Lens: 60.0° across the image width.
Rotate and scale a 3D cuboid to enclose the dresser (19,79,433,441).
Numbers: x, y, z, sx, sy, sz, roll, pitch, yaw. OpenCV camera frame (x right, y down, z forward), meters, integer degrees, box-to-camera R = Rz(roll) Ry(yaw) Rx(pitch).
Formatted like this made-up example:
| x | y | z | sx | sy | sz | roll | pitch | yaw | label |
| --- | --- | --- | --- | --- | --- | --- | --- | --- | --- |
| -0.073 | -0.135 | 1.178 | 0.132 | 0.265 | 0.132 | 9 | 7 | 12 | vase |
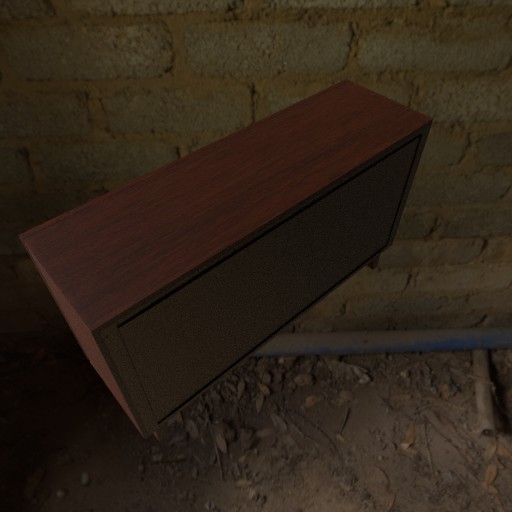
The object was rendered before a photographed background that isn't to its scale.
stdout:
| x | y | z | sx | sy | sz | roll | pitch | yaw | label |
| --- | --- | --- | --- | --- | --- | --- | --- | --- | --- |
| 0.000 | 0.000 | 2.023 | 1.609 | 0.971 | 0.499 | -33 | 56 | -27 | dresser |
